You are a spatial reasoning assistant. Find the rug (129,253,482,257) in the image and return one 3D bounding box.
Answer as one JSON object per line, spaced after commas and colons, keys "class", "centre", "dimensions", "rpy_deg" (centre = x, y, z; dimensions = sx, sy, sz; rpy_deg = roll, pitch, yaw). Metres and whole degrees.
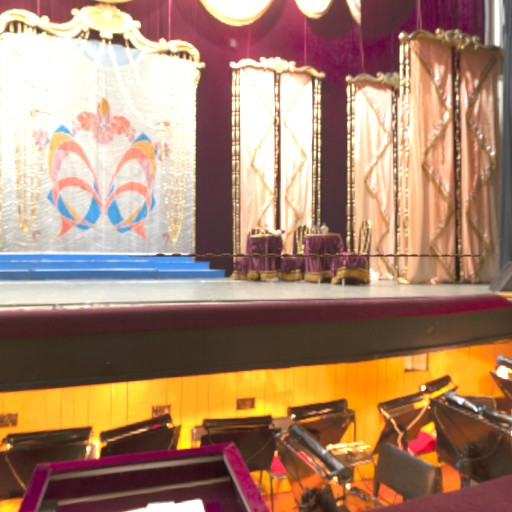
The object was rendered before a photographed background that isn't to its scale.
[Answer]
{"class": "rug", "centre": [0.000, 0.000, 3.898], "dimensions": [2.030, 0.017, 3.040], "rpy_deg": [0, 0, -19]}
